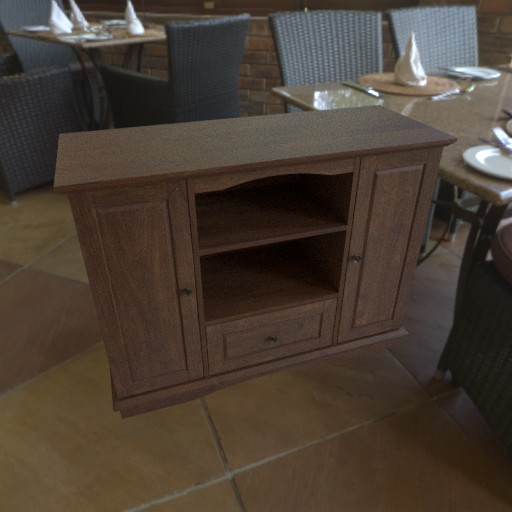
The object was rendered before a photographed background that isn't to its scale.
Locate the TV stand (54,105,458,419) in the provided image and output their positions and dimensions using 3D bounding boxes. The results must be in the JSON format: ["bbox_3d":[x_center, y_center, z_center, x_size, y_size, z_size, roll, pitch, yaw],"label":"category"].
[{"bbox_3d":[0.000,0.000,1.486,1.067,0.813,0.406,-10,34,-16],"label":"TV stand"}]
